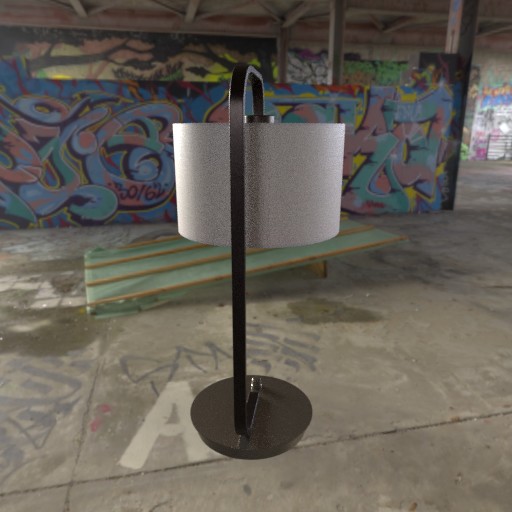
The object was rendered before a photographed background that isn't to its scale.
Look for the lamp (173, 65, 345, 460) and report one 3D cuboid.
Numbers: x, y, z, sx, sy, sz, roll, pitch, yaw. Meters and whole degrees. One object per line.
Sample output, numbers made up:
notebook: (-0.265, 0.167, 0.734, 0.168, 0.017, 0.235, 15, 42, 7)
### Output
lamp: (0.000, 0.000, 0.622, 0.230, 0.473, 0.288, 2, 16, 7)
